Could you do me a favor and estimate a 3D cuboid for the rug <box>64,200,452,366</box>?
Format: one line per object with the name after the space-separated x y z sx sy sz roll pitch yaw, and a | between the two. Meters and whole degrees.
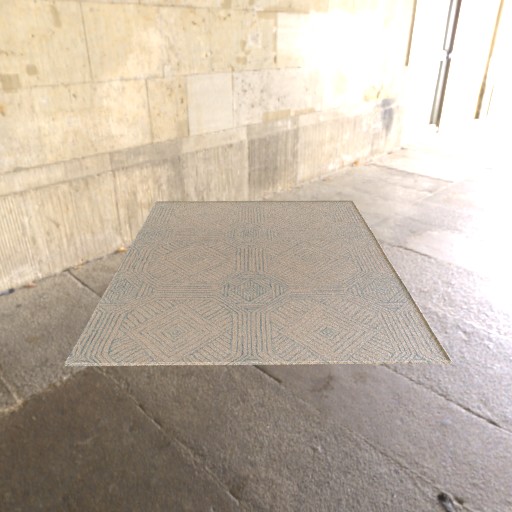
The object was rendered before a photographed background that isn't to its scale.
0.000 0.000 4.156 2.457 0.015 3.049 0 26 -1 | rug
